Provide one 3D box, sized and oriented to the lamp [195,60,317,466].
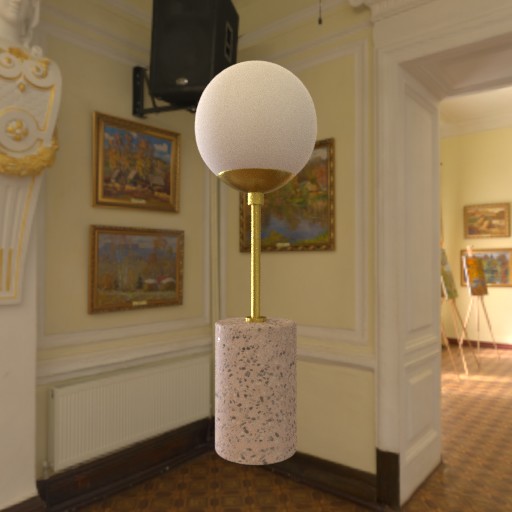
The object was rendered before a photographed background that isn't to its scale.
[{"bbox_3d":[0.000,0.000,0.559,0.153,0.480,0.153,0,-1,0],"label":"lamp"}]
